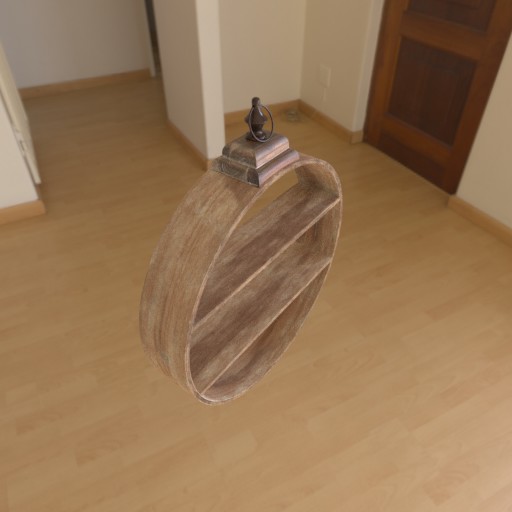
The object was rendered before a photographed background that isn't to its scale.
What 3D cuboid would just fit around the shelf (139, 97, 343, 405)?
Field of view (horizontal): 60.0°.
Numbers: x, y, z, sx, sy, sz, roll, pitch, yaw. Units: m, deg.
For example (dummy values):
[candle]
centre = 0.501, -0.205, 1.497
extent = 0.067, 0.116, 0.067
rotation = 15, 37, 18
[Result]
[shelf]
centre = 0.000, 0.000, 1.009
extent = 0.125, 0.725, 0.601
rotation = 26, 46, 27
